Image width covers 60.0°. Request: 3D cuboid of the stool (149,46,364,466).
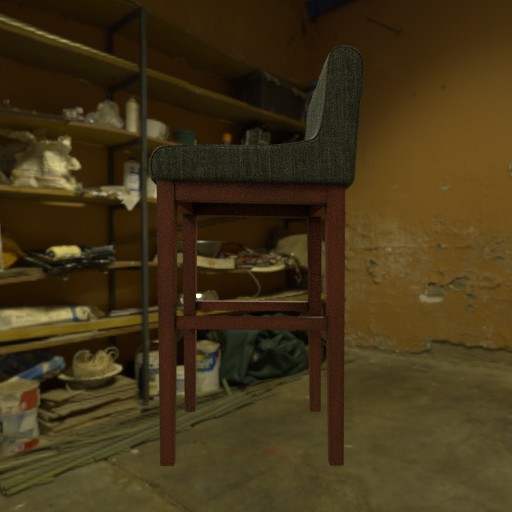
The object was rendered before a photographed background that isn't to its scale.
[{"bbox_3d":[0.000,0.000,1.208,0.499,0.965,0.426,0,0,0],"label":"stool"}]
